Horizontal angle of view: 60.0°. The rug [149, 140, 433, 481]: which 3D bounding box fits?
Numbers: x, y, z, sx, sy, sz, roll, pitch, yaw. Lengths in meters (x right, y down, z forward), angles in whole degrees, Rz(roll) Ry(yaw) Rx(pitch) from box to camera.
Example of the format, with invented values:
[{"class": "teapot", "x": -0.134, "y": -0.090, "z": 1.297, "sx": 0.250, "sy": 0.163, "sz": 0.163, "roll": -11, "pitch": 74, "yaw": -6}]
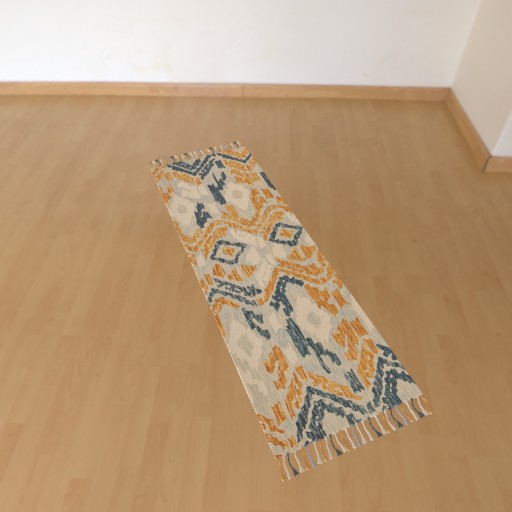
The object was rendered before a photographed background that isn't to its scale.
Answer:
[{"class": "rug", "x": 0.000, "y": 0.000, "z": 2.689, "sx": 0.783, "sy": 0.010, "sz": 2.437, "roll": -17, "pitch": 49, "yaw": -15}]
